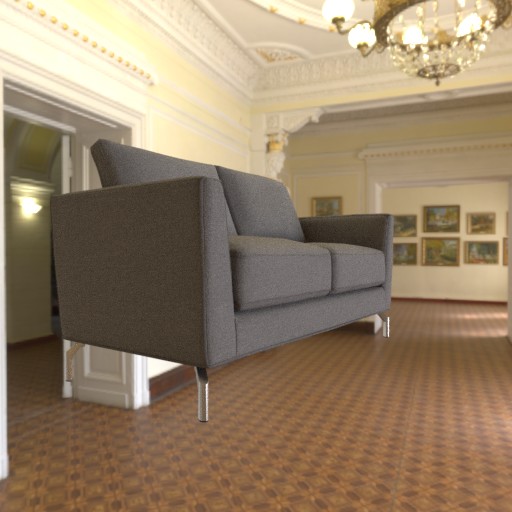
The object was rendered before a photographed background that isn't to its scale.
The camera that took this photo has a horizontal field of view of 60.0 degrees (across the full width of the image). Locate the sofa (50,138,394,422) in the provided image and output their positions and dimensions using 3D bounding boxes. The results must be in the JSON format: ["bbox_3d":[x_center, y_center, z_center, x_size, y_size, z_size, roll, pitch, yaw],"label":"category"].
[{"bbox_3d":[0.000,0.000,2.087,0.803,0.924,1.594,0,1,36],"label":"sofa"}]
